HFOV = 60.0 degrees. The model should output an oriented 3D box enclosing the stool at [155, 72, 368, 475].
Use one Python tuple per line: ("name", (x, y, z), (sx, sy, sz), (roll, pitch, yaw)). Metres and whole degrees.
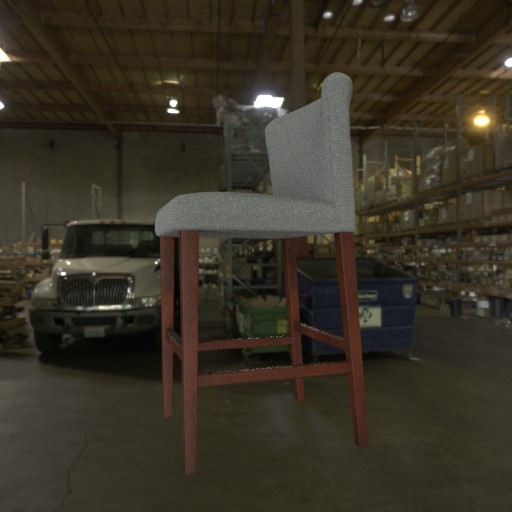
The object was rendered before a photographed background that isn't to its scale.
("stool", (0.000, 0.000, 1.370), (0.568, 1.069, 0.486), (0, 0, -19))
